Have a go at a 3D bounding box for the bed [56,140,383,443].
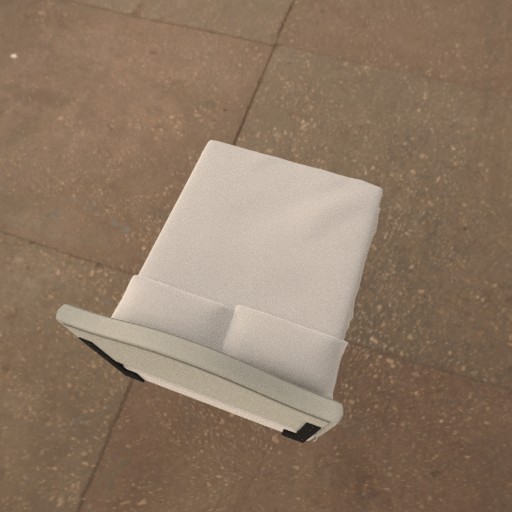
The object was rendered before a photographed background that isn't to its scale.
[{"bbox_3d":[0.000,0.000,3.452,1.813,1.607,2.180,18,65,9],"label":"bed"}]
